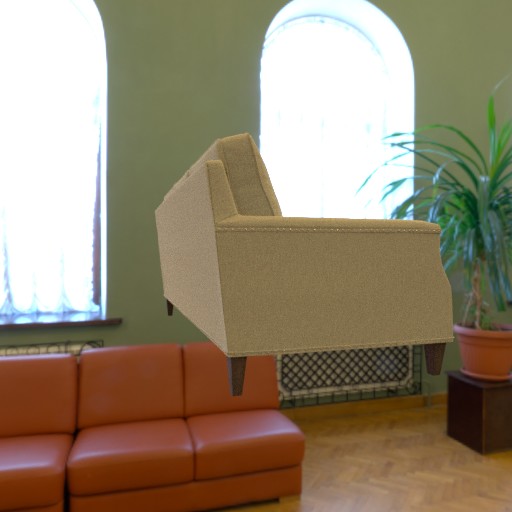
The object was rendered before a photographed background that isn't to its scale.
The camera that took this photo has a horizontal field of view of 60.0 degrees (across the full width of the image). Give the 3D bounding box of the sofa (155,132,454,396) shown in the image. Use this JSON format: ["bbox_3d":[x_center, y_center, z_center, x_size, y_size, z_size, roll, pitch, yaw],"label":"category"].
[{"bbox_3d":[0.000,0.000,2.769,1.084,1.003,2.246,0,1,-18],"label":"sofa"}]
